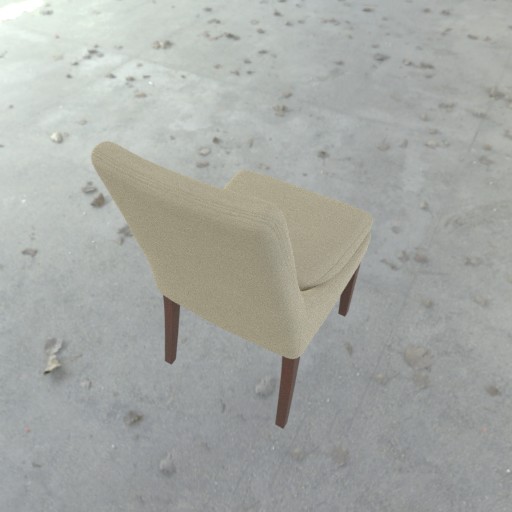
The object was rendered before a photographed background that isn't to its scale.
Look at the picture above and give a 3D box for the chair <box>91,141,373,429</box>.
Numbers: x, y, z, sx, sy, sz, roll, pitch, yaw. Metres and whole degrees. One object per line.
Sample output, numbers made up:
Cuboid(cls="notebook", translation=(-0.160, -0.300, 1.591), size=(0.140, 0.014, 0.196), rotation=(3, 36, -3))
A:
Cuboid(cls="chair", translation=(0.000, 0.000, 1.298), size=(0.515, 0.940, 0.638), rotation=(23, 51, 20))
